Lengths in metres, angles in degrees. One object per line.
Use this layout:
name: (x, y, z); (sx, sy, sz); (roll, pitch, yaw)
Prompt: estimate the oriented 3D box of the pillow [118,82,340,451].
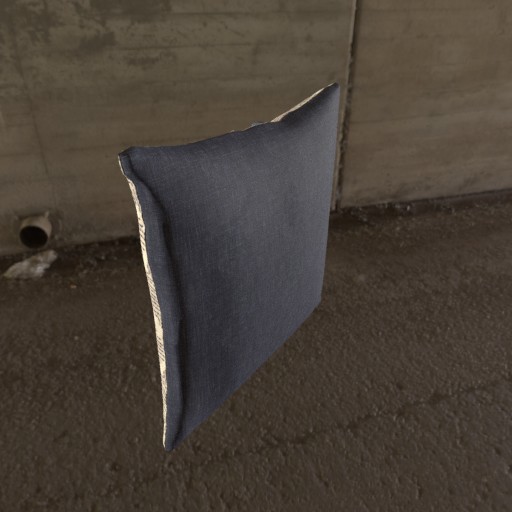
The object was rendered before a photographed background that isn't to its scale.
pillow: (0.000, 0.000, 0.780); (0.145, 0.510, 0.510); (21, 37, 30)
